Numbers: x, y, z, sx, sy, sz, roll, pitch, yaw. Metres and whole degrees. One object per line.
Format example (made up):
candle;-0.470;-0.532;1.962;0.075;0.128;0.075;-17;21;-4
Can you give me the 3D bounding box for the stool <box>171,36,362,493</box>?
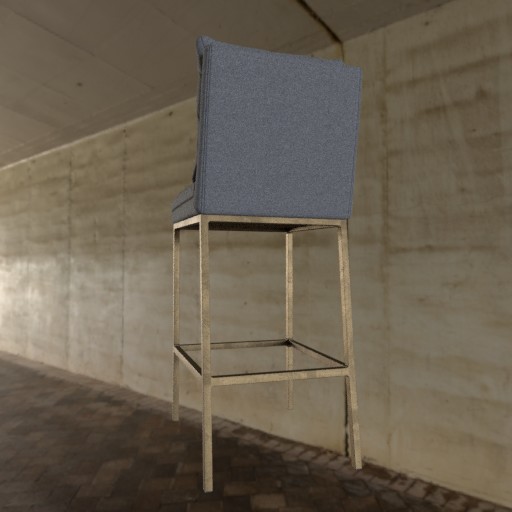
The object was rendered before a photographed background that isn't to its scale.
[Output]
stool;0.000;0.000;1.373;0.463;1.130;0.569;1;-2;-17
